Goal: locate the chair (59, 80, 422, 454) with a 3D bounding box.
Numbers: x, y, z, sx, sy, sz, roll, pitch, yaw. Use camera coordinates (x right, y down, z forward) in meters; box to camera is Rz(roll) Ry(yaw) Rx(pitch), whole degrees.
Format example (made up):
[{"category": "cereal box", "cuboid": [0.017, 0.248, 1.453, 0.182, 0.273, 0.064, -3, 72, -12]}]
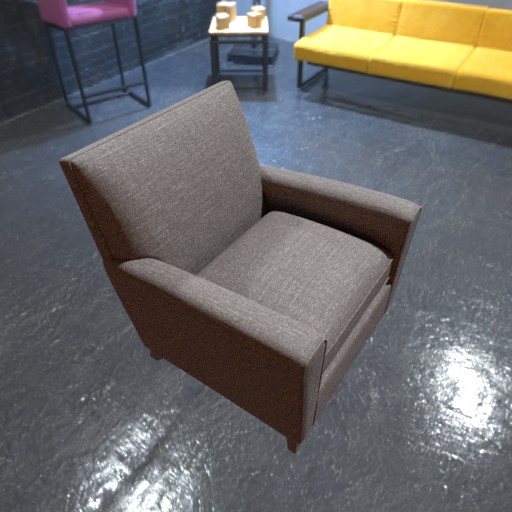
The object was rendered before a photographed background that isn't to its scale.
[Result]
[{"category": "chair", "cuboid": [0.000, 0.000, 1.615, 0.875, 0.885, 0.838, 25, 47, 25]}]
